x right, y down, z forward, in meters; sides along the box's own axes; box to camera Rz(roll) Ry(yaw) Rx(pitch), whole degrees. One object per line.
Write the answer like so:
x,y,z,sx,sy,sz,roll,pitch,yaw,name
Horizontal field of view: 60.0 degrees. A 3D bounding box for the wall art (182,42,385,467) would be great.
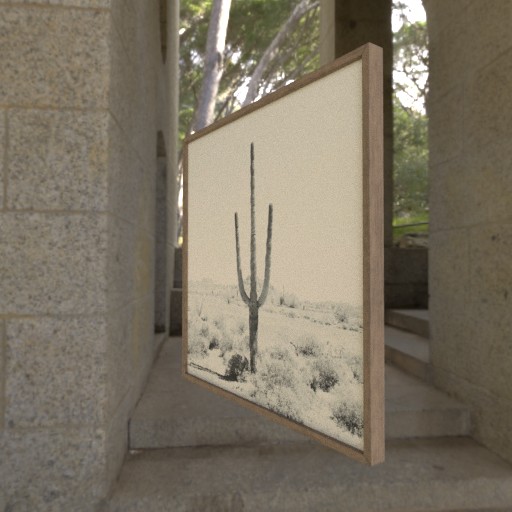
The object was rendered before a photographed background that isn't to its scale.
0.000,0.000,1.116,0.038,0.762,0.762,1,-1,-35,wall art
